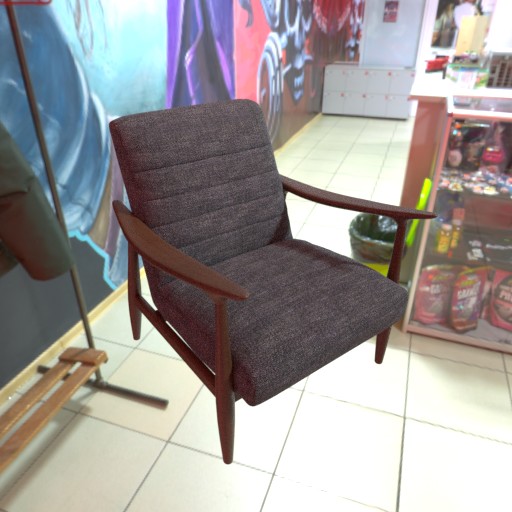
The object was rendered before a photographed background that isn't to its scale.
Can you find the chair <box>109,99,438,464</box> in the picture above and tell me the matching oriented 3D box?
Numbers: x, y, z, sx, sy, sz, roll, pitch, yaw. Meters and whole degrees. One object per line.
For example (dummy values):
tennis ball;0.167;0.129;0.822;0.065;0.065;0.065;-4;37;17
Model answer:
chair;0.000;0.000;1.424;0.741;0.832;0.798;-20;35;-32
